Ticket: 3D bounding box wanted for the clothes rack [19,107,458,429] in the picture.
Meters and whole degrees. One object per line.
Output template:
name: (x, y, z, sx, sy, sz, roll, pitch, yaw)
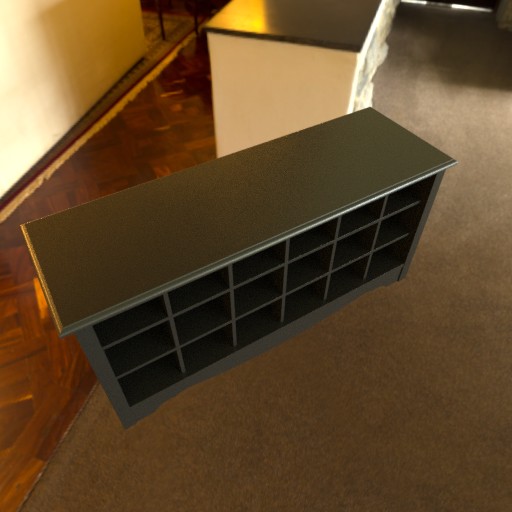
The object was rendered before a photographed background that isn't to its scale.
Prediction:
clothes rack: (0.000, 0.000, 1.464, 1.219, 0.556, 0.406, -24, 51, -21)
